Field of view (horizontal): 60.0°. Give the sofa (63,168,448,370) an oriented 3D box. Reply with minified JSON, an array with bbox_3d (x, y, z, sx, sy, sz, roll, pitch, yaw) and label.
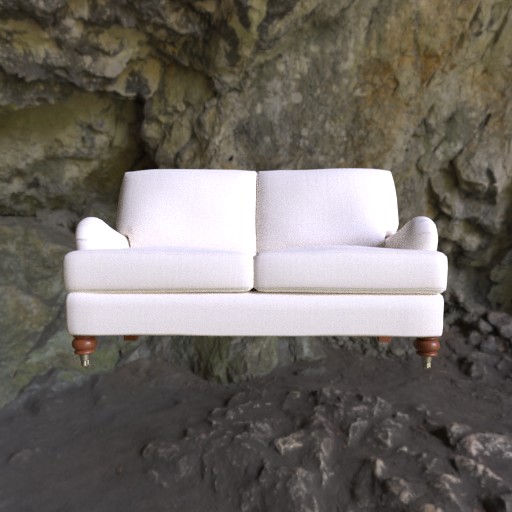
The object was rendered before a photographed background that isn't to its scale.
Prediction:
[{"bbox_3d":[0.000,0.000,2.563,1.853,1.101,1.084,0,0,1],"label":"sofa"}]
